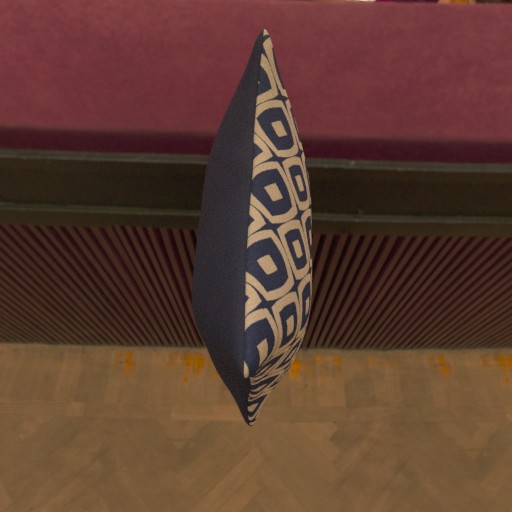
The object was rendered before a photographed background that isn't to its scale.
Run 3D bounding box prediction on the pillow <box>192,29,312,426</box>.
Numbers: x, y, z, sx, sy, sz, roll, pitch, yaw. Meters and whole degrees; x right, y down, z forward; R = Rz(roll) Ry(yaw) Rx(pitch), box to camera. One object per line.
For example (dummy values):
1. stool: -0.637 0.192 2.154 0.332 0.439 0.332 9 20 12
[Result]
1. pillow: 0.000 0.000 0.762 0.188 0.494 0.504 2 64 1
